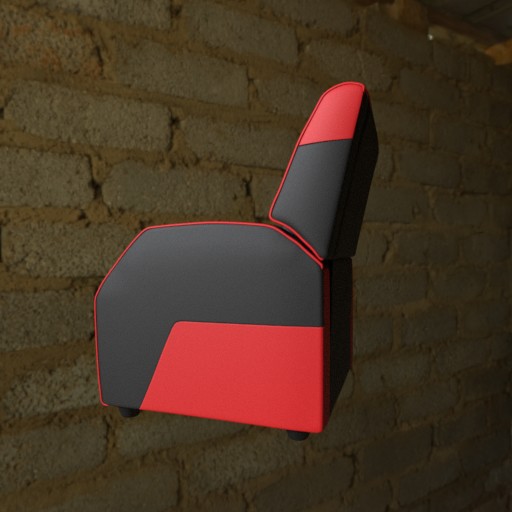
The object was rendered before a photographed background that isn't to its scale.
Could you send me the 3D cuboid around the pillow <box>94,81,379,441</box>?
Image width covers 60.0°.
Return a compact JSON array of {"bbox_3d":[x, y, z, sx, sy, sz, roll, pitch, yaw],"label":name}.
[{"bbox_3d":[0.000,0.000,1.295,0.672,0.805,0.620,0,1,18],"label":"pillow"}]
